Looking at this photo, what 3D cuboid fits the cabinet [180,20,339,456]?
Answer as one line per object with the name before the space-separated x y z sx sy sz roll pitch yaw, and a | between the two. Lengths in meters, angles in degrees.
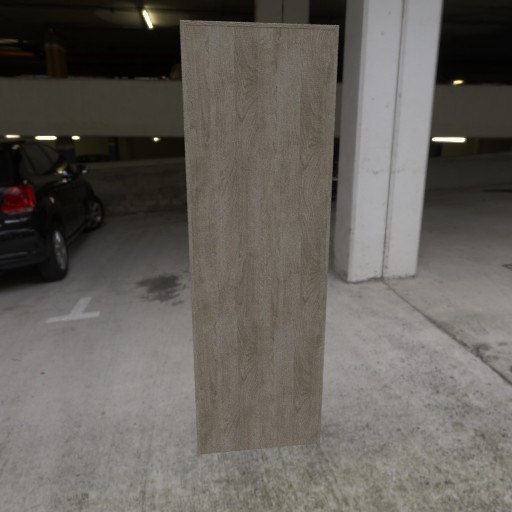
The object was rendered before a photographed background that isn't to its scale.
cabinet | 0.000 0.000 1.767 0.520 1.630 0.250 -2 16 -8
